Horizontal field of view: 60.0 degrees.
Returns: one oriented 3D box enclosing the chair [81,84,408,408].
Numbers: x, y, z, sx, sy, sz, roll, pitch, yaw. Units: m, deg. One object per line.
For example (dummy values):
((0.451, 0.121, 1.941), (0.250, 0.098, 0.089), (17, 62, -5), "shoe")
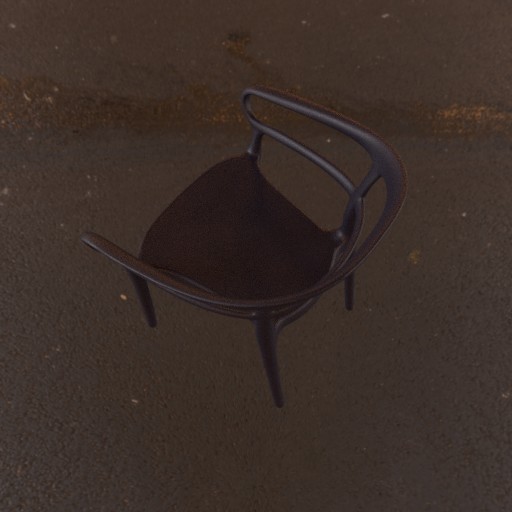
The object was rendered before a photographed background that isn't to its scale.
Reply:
((0.000, 0.000, 1.129), (0.527, 0.761, 0.559), (35, 68, 16), "chair")
